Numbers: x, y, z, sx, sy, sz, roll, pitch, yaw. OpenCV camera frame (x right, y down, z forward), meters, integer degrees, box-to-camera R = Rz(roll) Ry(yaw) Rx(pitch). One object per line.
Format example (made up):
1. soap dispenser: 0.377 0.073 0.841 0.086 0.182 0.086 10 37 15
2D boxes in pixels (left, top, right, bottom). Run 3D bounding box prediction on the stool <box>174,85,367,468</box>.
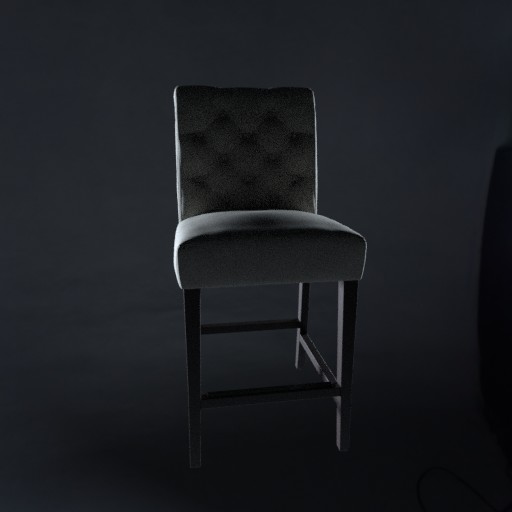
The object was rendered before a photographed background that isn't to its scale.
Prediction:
1. stool: 0.000 0.000 1.384 0.493 1.040 0.601 -2 16 -9
